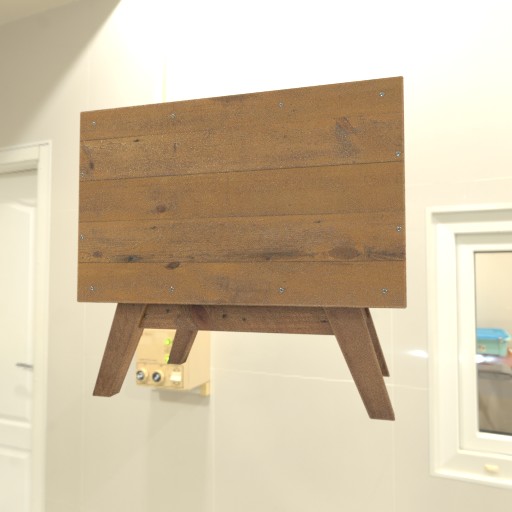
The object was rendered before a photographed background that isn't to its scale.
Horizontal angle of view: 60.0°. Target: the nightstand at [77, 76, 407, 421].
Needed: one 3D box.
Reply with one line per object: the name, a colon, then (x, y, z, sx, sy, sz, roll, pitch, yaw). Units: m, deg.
nightstand: (0.000, 0.000, 1.054, 0.650, 0.599, 0.450, -1, -2, 15)
